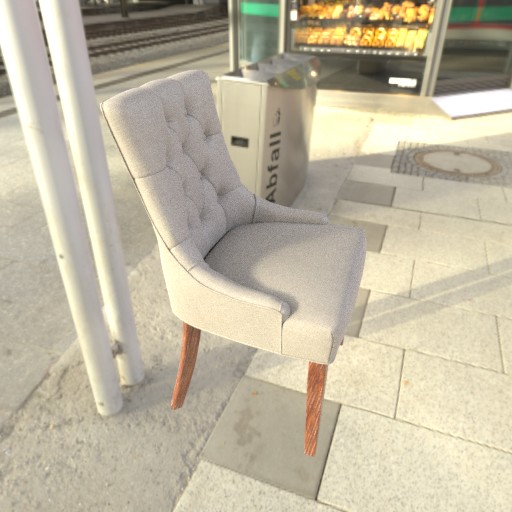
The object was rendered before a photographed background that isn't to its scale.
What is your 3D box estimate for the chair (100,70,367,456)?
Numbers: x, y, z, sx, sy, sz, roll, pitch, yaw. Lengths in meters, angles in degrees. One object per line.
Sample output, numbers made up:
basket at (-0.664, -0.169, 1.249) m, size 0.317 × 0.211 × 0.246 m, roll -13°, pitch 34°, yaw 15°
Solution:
chair at (0.000, 0.000, 1.201) m, size 0.565 × 0.874 × 0.509 m, roll 10°, pitch 32°, yaw 16°
